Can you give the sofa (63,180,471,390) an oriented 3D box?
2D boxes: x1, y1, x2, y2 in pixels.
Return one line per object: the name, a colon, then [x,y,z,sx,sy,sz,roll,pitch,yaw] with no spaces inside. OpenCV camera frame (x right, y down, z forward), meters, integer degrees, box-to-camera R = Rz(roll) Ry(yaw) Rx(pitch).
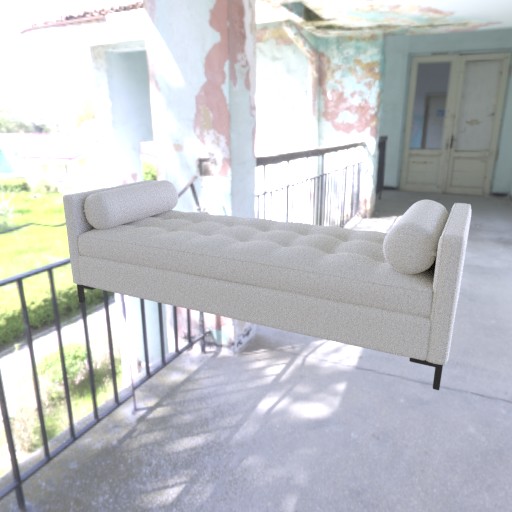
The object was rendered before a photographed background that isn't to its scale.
sofa: [0.000,0.000,2.349,1.985,0.641,0.746,8,19,25]
